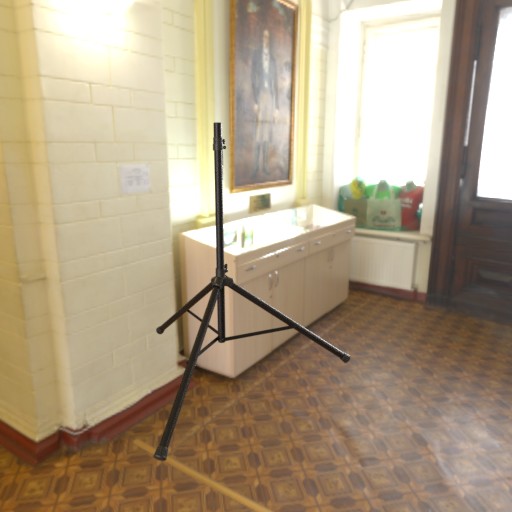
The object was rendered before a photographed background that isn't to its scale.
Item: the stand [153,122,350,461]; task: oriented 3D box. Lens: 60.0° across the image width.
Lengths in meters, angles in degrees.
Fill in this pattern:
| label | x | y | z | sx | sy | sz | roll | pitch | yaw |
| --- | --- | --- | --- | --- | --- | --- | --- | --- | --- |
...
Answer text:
| label | x | y | z | sx | sy | sz | roll | pitch | yaw |
| --- | --- | --- | --- | --- | --- | --- | --- | --- | --- |
| stand | 0.000 | 0.000 | 2.772 | 1.339 | 1.595 | 1.596 | -3 | 14 | -11 |
